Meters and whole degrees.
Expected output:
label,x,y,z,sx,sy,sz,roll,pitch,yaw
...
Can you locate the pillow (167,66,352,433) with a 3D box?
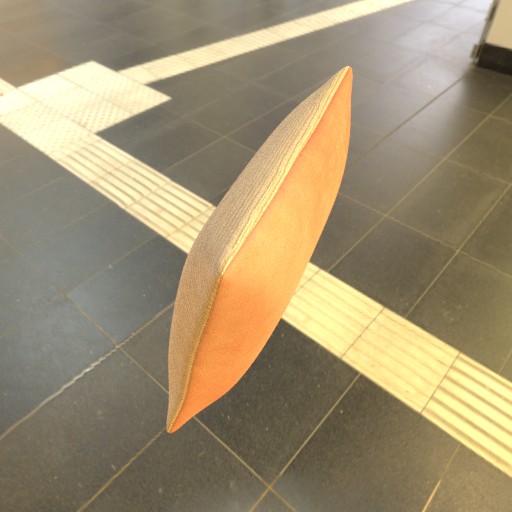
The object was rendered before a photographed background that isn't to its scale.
label,x,y,z,sx,sy,sz,roll,pitch,yaw
pillow,0.000,0.000,0.636,0.177,0.401,0.424,16,48,15
